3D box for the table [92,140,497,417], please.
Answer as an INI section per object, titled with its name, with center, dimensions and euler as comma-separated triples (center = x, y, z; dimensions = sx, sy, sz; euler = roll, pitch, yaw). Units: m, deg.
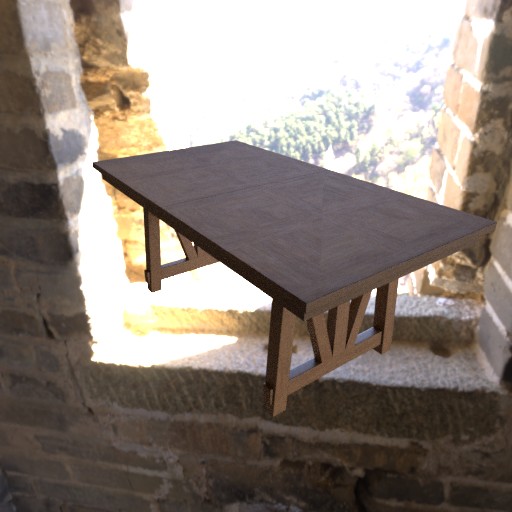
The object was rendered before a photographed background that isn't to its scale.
[table]
center = 0.000, 0.000, 2.356
dimensions = 1.016, 0.768, 1.881
euler = -18, 32, -32
